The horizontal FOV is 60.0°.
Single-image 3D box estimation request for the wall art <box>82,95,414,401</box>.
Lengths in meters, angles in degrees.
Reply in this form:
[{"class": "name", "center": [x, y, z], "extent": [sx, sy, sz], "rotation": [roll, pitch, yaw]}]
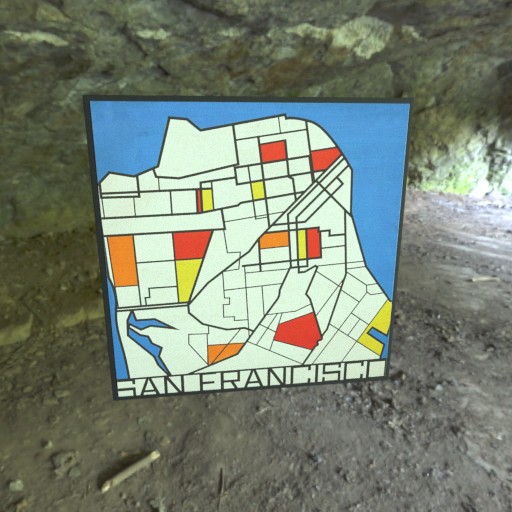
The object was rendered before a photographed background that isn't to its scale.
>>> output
[{"class": "wall art", "center": [0.000, 0.000, 0.675], "extent": [0.458, 0.457, 0.013], "rotation": [-2, 16, -7]}]
